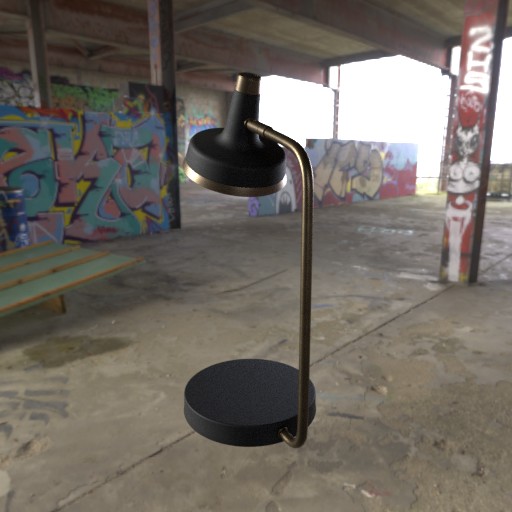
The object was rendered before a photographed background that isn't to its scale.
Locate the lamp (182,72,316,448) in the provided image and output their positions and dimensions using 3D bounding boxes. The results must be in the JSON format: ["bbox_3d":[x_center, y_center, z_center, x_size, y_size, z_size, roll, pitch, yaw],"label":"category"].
[{"bbox_3d":[0.000,0.000,0.489,0.162,0.385,0.218,-6,14,-26],"label":"lamp"}]
